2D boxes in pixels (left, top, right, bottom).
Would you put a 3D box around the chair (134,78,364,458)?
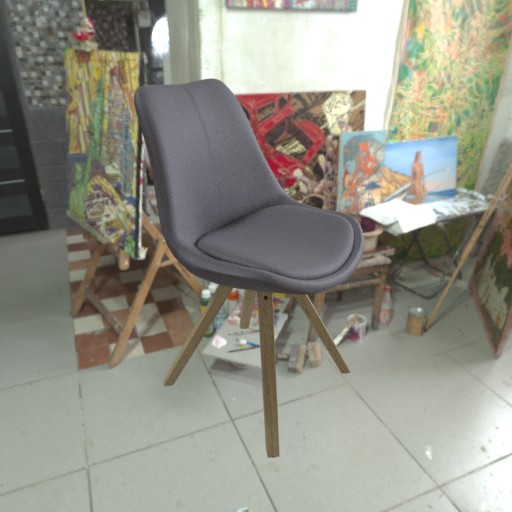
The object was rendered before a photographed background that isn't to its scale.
[{"bbox_3d":[0.000,0.000,1.215,0.547,0.865,0.483,19,32,33],"label":"chair"}]
